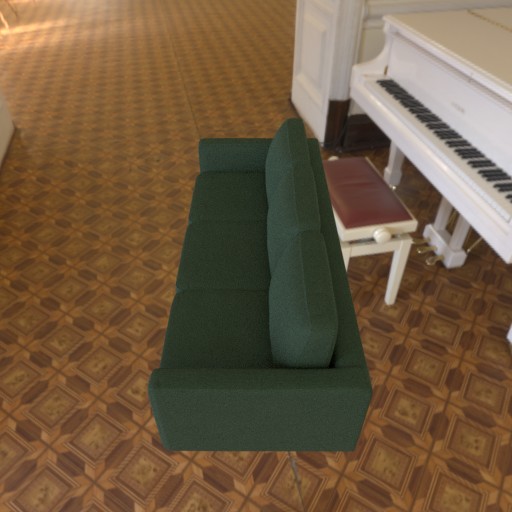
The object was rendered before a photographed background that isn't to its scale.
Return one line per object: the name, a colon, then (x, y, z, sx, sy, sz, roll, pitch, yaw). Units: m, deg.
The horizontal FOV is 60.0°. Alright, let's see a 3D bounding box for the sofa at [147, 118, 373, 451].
sofa: (0.000, 0.000, 2.546, 0.879, 0.899, 2.029, 0, 42, 0)
